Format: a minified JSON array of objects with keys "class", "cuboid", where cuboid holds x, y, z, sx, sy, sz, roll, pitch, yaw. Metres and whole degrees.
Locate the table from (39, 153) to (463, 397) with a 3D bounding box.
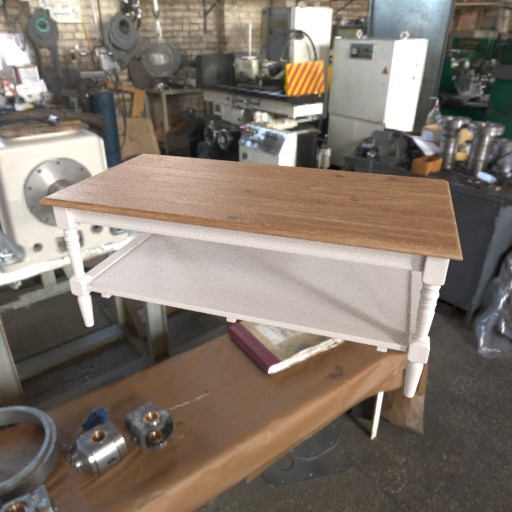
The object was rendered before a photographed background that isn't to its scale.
[{"class":"table","cuboid":[0.000,0.000,1.440,1.118,0.458,0.559,8,28,16]}]
